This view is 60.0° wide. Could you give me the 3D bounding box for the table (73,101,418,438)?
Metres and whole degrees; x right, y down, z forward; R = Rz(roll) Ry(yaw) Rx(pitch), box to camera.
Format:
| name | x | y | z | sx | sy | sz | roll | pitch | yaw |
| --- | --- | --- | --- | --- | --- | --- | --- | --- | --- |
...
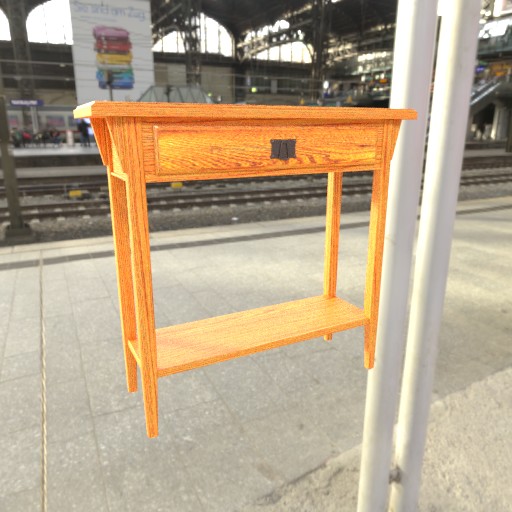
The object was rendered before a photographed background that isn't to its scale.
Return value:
| name | x | y | z | sx | sy | sz | roll | pitch | yaw |
| --- | --- | --- | --- | --- | --- | --- | --- | --- | --- |
| table | 0.000 | 0.000 | 1.121 | 0.762 | 0.711 | 0.254 | -8 | 18 | -27 |
